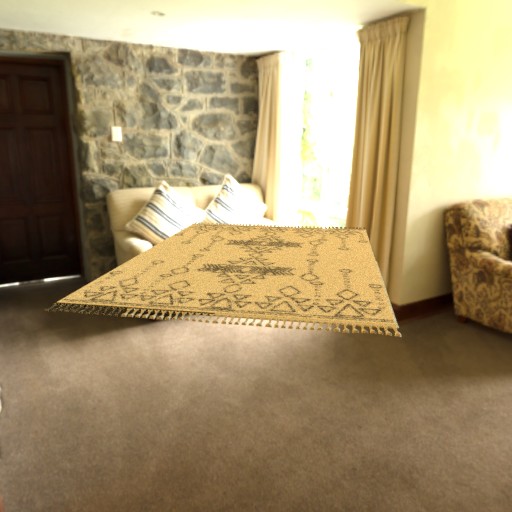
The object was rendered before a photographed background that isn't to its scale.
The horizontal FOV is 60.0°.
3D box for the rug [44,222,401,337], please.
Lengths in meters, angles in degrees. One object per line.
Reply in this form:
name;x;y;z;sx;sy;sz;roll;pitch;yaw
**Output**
rug;0.000;0.000;3.022;1.600;0.013;2.312;3;15;10
